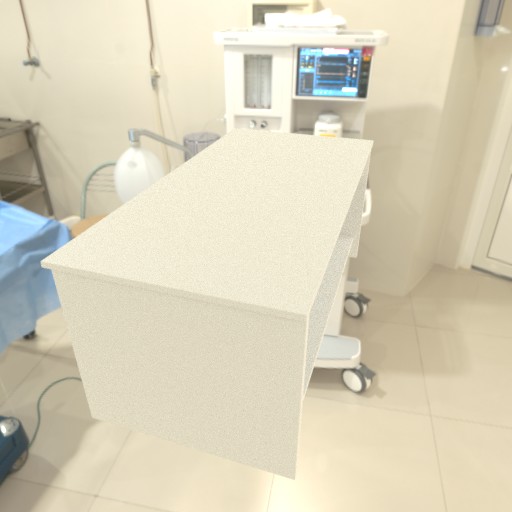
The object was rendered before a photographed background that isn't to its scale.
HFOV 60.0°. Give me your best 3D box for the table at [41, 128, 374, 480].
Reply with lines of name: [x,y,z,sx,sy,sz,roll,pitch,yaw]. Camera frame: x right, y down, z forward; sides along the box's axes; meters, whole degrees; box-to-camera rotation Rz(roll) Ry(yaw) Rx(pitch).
table: [0.000,0.000,1.265,0.500,0.441,1.000,10,32,16]
